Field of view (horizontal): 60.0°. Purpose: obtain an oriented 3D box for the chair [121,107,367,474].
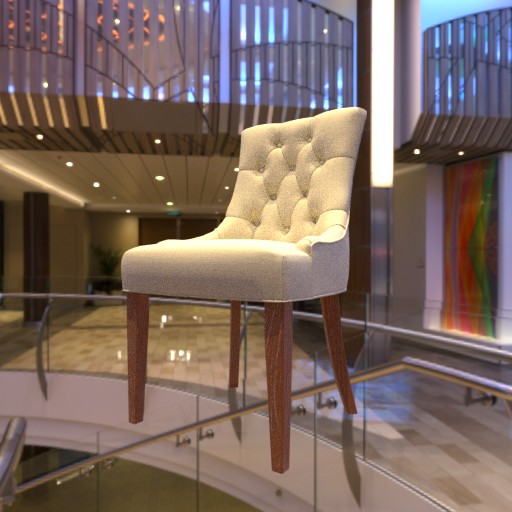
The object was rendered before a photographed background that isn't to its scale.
[{"bbox_3d":[0.000,0.000,1.220,0.509,0.874,0.565,0,0,35],"label":"chair"}]
